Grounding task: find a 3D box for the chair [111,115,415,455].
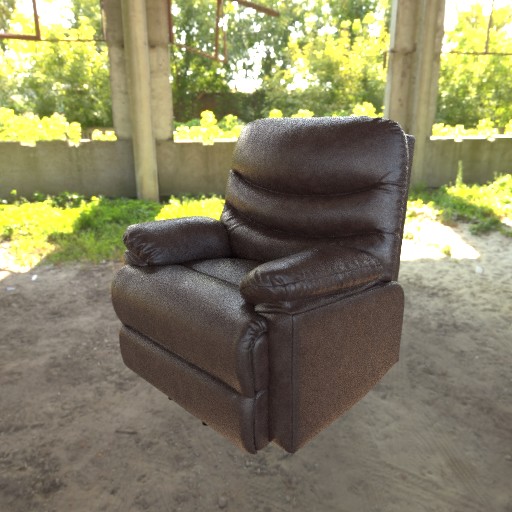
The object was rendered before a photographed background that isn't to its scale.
[{"bbox_3d":[0.000,0.000,1.719,0.879,1.041,0.940,-15,22,-43],"label":"chair"}]
